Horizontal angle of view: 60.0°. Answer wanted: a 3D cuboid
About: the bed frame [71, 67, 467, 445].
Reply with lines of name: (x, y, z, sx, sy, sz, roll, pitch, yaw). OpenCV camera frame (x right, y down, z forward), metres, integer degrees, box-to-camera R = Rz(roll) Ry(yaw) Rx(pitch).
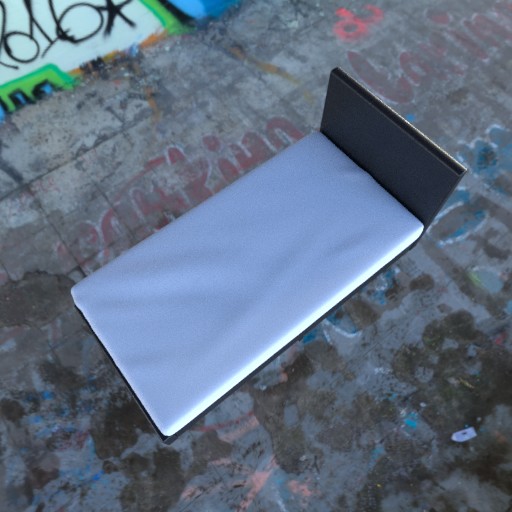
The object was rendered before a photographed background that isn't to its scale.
bed frame: (0.000, 0.000, 2.574, 2.152, 1.046, 1.038, -35, 69, -16)
